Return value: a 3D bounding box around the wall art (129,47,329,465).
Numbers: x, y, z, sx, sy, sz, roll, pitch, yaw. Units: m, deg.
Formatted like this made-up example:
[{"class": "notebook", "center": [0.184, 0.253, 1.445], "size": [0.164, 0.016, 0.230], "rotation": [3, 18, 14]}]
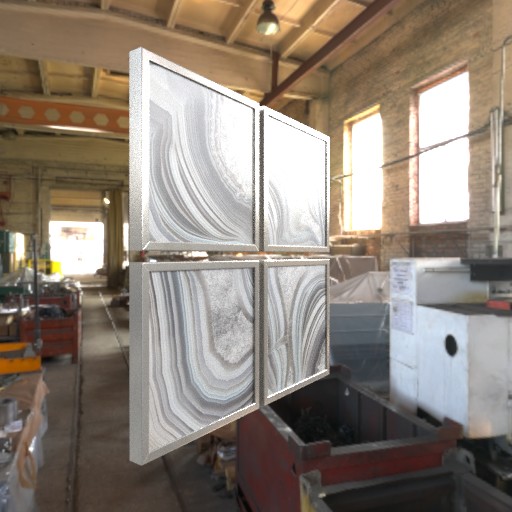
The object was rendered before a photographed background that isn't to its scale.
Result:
[{"class": "wall art", "center": [0.000, 0.000, 0.903], "size": [0.029, 0.611, 0.611], "rotation": [0, 0, 36]}]
